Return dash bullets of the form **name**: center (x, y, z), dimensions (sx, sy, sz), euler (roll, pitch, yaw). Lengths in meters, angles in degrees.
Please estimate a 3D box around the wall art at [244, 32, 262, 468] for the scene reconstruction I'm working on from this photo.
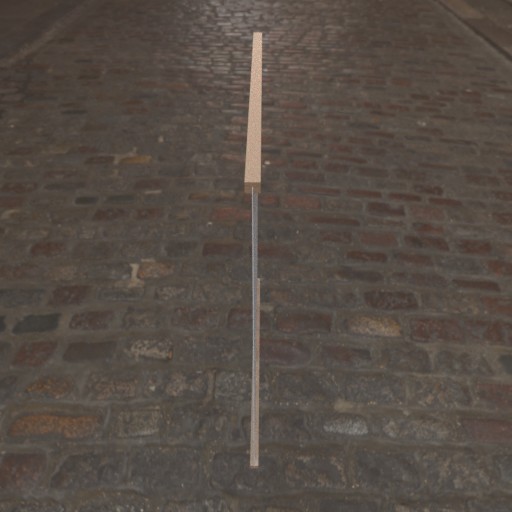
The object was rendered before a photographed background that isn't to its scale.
- **wall art**: center (0.000, 0.000, 0.660), dimensions (0.012, 0.508, 0.405), euler (1, 41, 1)
